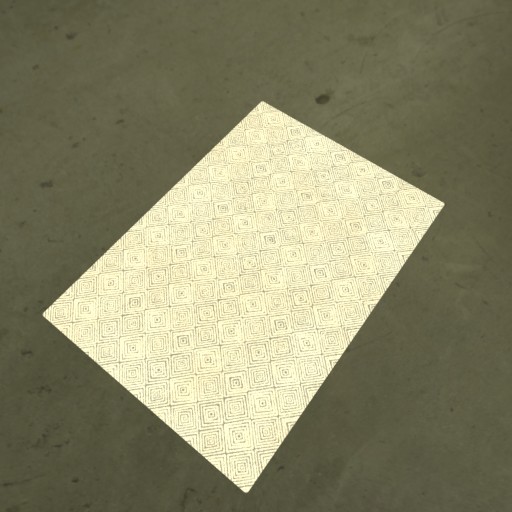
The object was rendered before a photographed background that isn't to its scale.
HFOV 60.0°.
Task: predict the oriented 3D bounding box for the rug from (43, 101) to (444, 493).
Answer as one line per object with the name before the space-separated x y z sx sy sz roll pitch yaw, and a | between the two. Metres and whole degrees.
rug | 0.000 0.000 2.900 1.593 0.008 2.238 34 68 16
